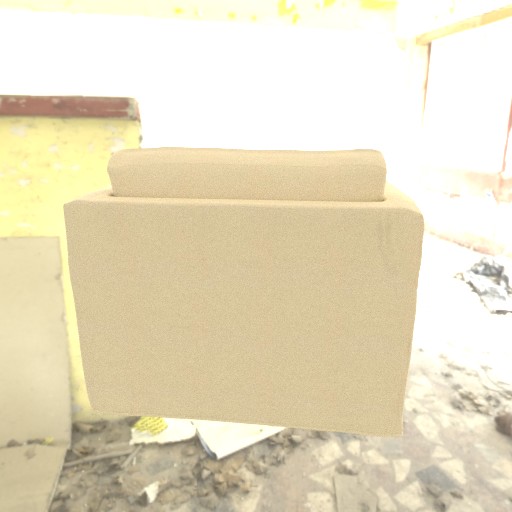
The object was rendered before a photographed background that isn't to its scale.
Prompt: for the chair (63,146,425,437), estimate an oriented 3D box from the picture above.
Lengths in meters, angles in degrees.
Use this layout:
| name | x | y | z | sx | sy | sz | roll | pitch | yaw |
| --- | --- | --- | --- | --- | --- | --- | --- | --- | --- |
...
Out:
| name | x | y | z | sx | sy | sz | roll | pitch | yaw |
| --- | --- | --- | --- | --- | --- | --- | --- | --- | --- |
| chair | 0.000 | 0.000 | 1.733 | 1.057 | 0.851 | 0.947 | 2 | 16 | 7 |
